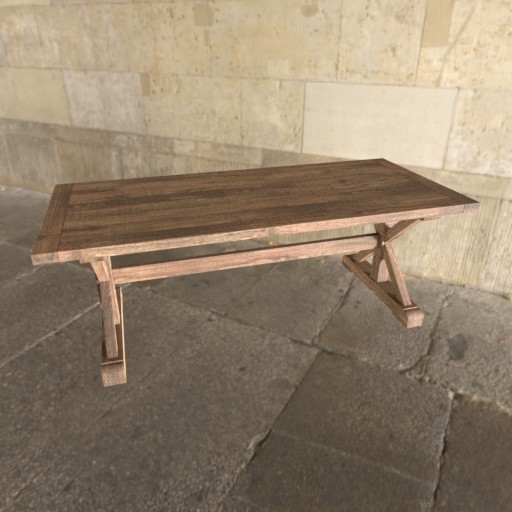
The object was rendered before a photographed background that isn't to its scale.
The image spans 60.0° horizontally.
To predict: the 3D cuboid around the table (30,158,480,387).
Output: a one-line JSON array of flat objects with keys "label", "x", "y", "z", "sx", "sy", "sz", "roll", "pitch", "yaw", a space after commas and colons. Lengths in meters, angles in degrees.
[{"label": "table", "x": 0.000, "y": 0.000, "z": 2.469, "sx": 2.031, "sy": 0.733, "sz": 0.907, "roll": -8, "pitch": 28, "yaw": -15}]
